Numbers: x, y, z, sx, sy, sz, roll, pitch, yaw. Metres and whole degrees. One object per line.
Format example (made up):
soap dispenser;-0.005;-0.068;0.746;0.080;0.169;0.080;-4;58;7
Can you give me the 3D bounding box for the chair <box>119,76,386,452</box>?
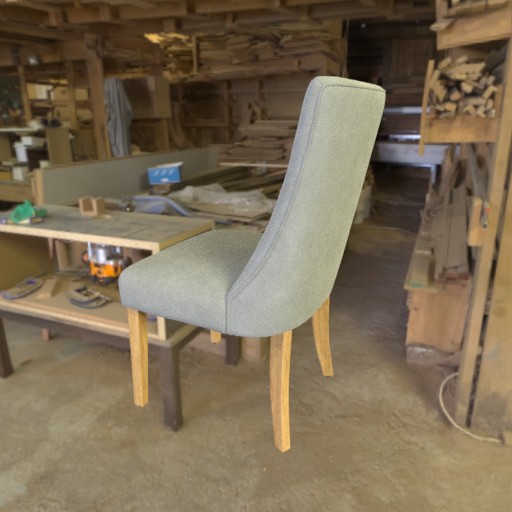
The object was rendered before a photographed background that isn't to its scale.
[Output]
chair;0.000;0.000;1.248;0.610;0.902;0.495;9;20;25
